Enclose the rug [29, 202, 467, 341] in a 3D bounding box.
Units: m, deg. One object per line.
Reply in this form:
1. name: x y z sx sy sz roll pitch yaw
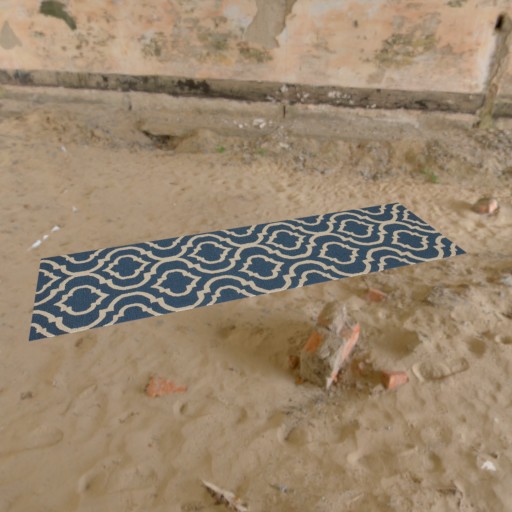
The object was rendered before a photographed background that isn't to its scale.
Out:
1. rug: 0.000 0.000 2.495 2.296 0.006 0.685 -10 34 -15
